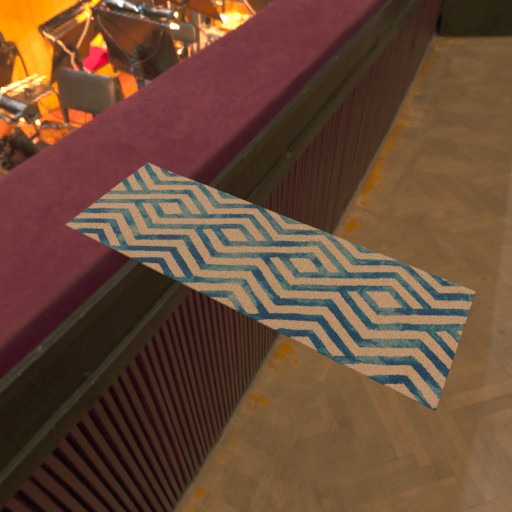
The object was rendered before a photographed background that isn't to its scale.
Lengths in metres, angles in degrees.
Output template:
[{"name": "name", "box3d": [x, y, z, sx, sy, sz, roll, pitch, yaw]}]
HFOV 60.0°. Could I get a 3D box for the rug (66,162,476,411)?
[{"name": "rug", "box3d": [0.000, 0.000, 1.664, 1.492, 0.007, 0.503, 24, 51, 21]}]
